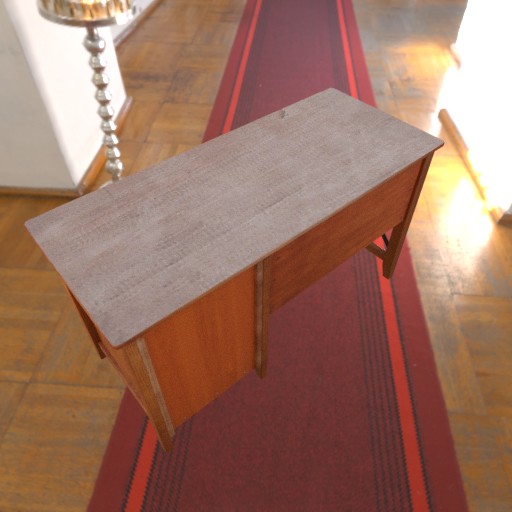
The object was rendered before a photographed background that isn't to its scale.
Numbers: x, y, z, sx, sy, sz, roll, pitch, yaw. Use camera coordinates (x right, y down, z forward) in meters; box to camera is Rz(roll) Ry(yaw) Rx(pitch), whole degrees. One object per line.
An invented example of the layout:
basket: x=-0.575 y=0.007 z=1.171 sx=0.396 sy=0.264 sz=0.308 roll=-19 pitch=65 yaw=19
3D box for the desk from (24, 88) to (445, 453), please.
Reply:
desk: x=0.000 y=0.000 z=1.750 sx=1.353 sy=0.756 sz=0.574 roll=-32 pitch=54 yaw=-27
